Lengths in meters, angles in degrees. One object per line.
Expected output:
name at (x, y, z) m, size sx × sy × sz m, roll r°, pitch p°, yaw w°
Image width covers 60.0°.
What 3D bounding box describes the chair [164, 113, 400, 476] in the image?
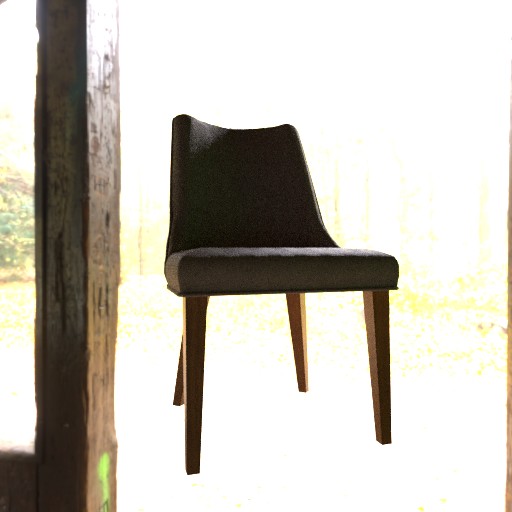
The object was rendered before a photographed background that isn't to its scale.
chair at (0.000, 0.000, 1.299) m, size 0.548 × 0.916 × 0.636 m, roll 0°, pitch 1°, yaw -18°
